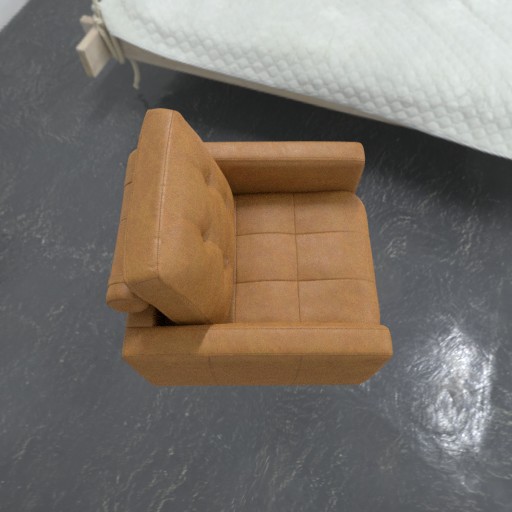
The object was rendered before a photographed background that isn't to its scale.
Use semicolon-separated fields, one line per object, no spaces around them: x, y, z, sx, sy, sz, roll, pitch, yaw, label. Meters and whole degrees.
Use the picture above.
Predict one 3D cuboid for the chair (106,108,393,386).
0.000;0.000;1.584;0.868;0.896;0.831;0;64;0;chair
